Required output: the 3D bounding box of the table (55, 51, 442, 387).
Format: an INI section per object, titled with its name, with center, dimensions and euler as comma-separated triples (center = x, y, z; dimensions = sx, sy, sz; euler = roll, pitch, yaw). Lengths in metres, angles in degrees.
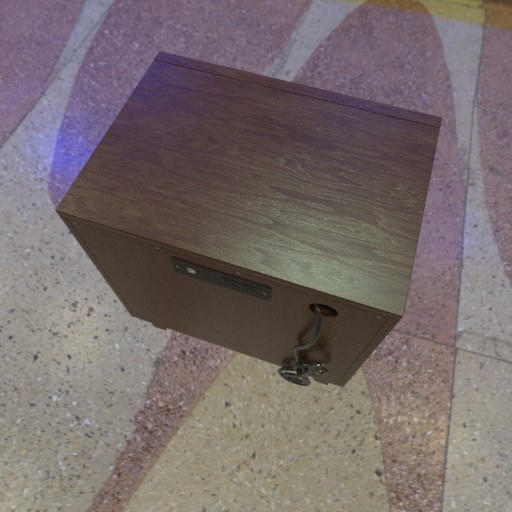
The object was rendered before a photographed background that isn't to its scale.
[table]
center = 0.000, 0.000, 1.011
dimensions = 0.557, 0.609, 0.449
euler = 17, 63, 9
